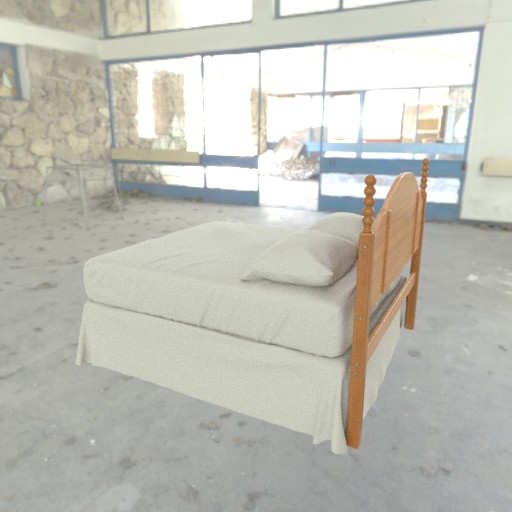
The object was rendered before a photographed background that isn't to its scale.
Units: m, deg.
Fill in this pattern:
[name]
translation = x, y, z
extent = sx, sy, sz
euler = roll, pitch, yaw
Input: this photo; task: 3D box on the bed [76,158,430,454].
[bed]
translation = 0.000, 0.000, 3.194
extent = 2.040, 1.356, 1.873
euler = 8, 17, 27
